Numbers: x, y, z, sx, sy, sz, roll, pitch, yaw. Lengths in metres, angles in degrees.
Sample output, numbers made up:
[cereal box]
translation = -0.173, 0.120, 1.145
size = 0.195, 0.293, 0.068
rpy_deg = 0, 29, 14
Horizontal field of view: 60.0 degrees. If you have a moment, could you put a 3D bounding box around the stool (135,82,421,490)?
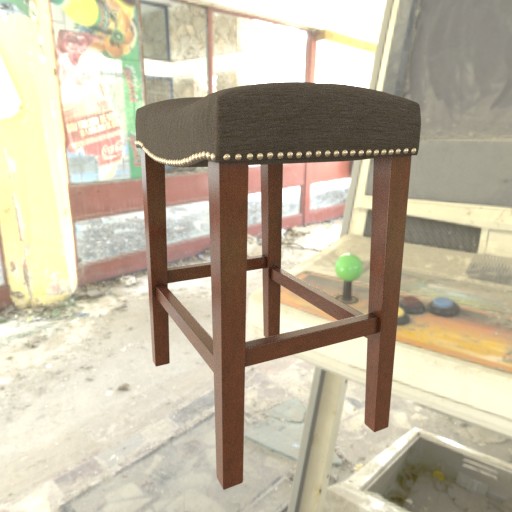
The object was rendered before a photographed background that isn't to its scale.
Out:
[stool]
translation = 0.000, 0.000, 0.939
size = 0.372, 0.654, 0.504
rpy_deg = -8, 18, -25
